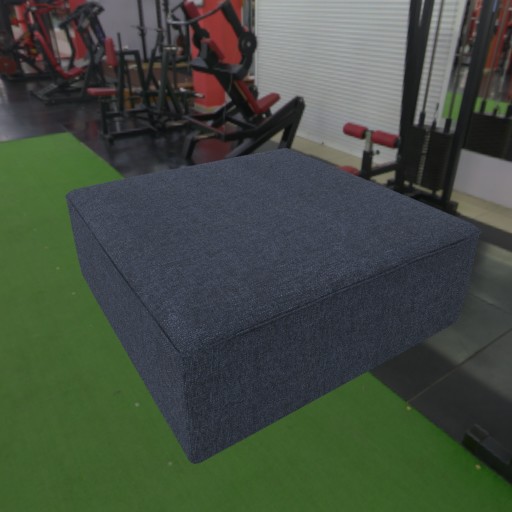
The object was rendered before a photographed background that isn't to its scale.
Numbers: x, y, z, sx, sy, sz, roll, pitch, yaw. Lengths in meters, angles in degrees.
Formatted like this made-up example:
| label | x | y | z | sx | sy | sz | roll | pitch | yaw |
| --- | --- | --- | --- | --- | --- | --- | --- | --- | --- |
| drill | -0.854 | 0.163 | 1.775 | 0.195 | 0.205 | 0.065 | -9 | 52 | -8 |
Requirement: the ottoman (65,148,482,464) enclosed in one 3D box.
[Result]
| label | x | y | z | sx | sy | sz | roll | pitch | yaw |
| --- | --- | --- | --- | --- | --- | --- | --- | --- | --- |
| ottoman | 0.000 | 0.000 | 1.542 | 1.017 | 0.423 | 1.023 | -18 | 34 | -28 |
